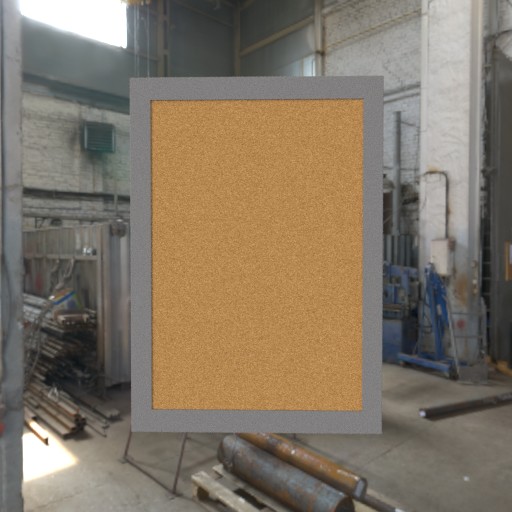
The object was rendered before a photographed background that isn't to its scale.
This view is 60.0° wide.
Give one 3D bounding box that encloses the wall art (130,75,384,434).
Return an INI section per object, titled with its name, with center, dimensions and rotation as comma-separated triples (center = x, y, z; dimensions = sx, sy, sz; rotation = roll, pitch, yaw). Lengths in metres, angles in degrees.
[wall art]
center = 0.000, 0.000, 0.662
dimensions = 0.374, 0.529, 0.012
rotation = 0, 1, 1
